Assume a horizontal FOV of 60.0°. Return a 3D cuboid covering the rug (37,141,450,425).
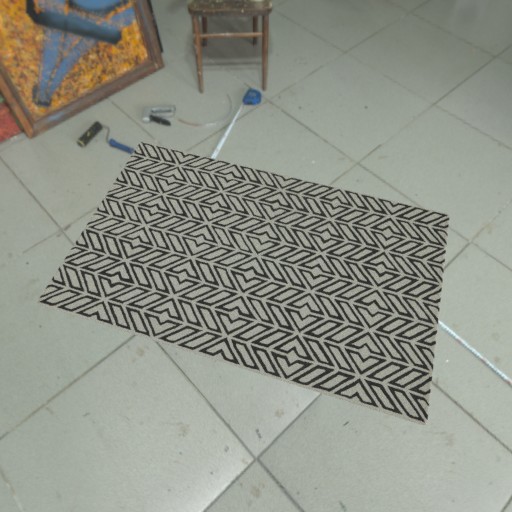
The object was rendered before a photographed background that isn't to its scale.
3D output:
[{"bbox_3d":[0.000,0.000,2.996,2.438,0.008,1.523,15,59,9],"label":"rug"}]
